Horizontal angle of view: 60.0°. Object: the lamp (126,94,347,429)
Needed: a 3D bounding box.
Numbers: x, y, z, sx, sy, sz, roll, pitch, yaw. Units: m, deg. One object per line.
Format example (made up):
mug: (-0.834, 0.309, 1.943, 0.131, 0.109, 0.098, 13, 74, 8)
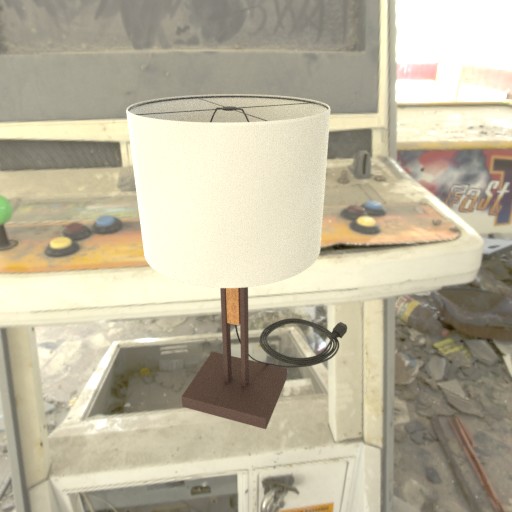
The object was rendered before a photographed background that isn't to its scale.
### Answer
lamp: (0.000, 0.000, 1.001, 0.396, 0.668, 0.525, 9, 27, 17)
